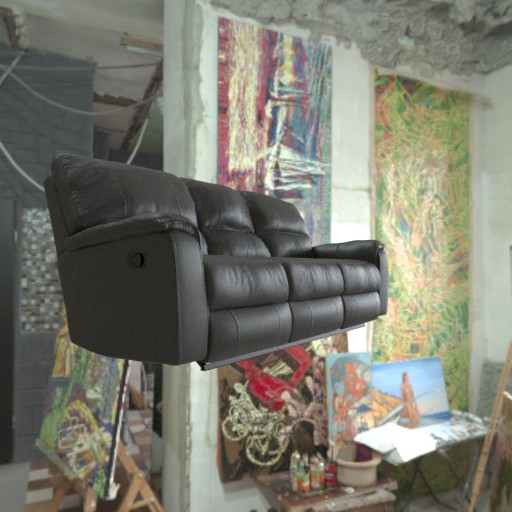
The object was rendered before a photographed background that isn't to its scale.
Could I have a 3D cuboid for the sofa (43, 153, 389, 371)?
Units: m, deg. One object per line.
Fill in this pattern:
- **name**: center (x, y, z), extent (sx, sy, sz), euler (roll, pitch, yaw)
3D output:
- **sofa**: center (0.000, 0.000, 3.125), extent (1.104, 1.134, 2.627), euler (-1, -2, 36)
